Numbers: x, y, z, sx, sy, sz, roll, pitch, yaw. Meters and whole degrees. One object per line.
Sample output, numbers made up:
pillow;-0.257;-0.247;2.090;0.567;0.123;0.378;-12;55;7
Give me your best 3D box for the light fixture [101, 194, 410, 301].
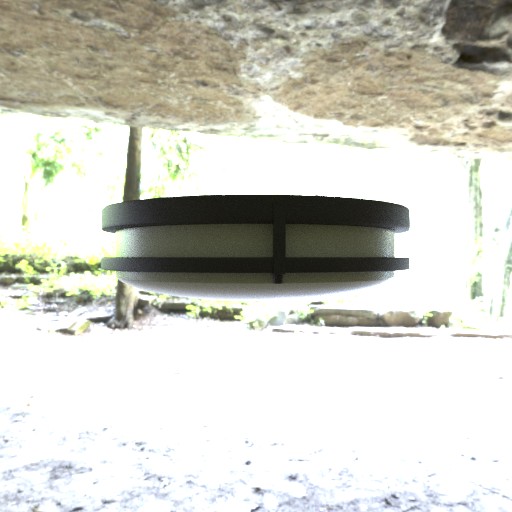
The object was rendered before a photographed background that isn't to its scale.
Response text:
light fixture;0.000;0.000;0.539;0.356;0.102;0.356;0;0;0
